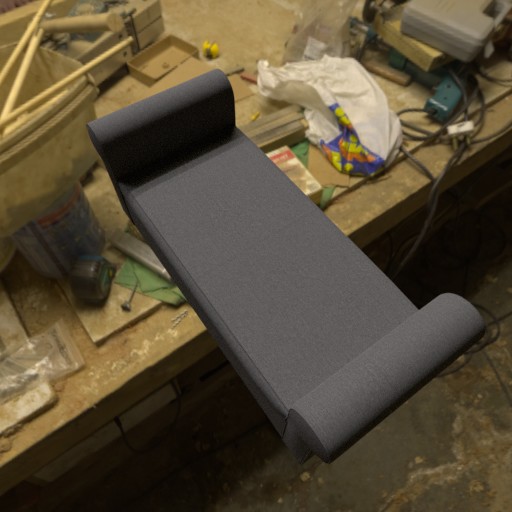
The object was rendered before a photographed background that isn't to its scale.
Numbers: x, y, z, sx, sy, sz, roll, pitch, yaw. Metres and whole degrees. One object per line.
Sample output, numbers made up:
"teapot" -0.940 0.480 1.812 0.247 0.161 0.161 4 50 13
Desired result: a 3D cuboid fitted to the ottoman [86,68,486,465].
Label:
"ottoman" 0.000 0.000 1.474 0.521 0.547 1.256 -31 63 -18
